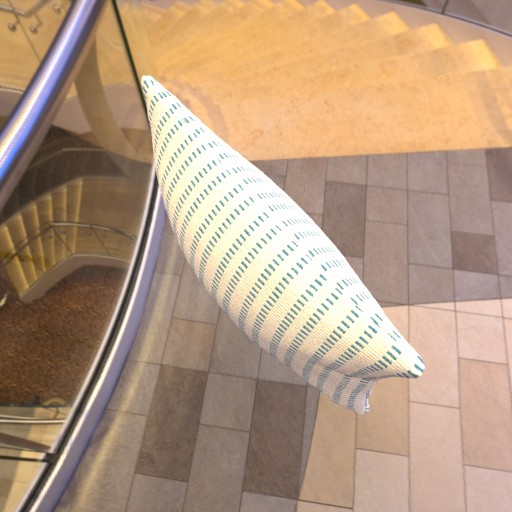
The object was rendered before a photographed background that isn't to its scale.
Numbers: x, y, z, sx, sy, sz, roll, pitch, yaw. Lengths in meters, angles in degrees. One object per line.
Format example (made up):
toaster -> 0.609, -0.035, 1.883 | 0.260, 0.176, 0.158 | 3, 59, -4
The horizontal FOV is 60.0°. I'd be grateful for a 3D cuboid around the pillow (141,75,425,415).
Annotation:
pillow -> 0.000, 0.000, 0.787 | 0.210, 0.353, 0.640 | -35, 69, -16
